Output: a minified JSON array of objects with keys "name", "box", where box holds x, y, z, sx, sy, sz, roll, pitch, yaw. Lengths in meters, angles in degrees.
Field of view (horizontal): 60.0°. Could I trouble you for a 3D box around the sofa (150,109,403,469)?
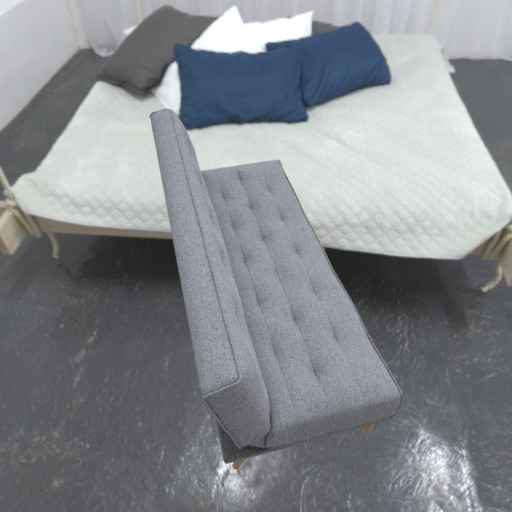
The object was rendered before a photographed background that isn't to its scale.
[{"name":"sofa","box":[0.000,0.000,2.310,0.810,0.830,1.820,-11,47,-10]}]
